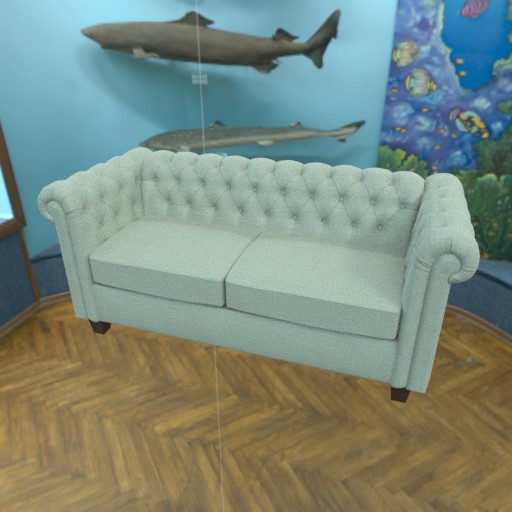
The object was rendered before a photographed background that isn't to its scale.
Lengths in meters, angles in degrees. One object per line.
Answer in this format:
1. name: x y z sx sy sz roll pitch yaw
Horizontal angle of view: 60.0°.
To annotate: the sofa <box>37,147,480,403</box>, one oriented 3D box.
1. sofa: 0.000 0.000 2.154 1.798 0.797 0.783 9 28 16
